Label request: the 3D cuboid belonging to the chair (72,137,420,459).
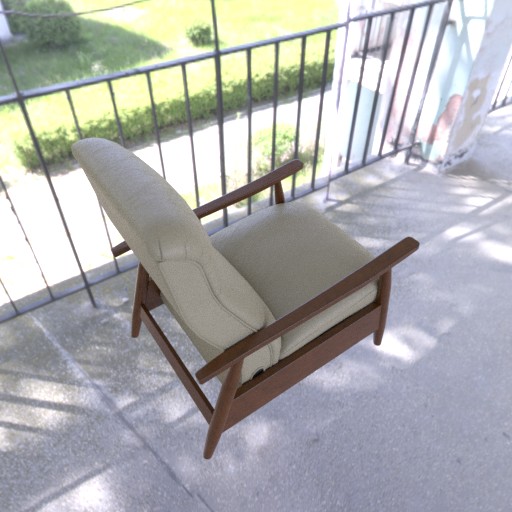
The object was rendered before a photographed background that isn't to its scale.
[{"bbox_3d":[0.000,0.000,1.767,1.014,1.082,0.762,-25,48,-25],"label":"chair"}]
